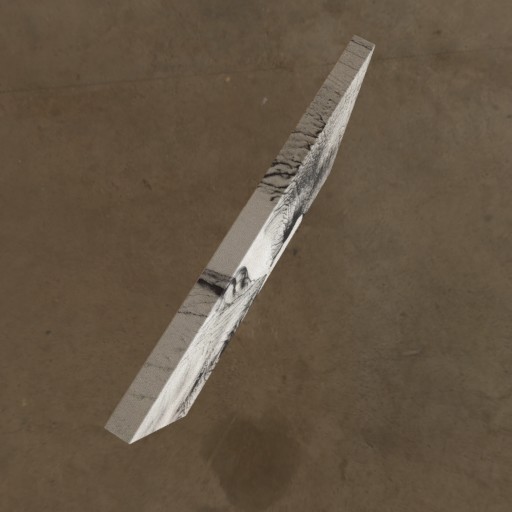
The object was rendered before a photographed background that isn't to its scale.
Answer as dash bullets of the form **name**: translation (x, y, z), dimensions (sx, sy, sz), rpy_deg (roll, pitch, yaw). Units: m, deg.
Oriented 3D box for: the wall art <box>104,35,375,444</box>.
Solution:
- **wall art**: translation (0.000, 0.000, 0.758), dimensions (0.035, 0.407, 0.613), rpy_deg (29, 76, 8)
